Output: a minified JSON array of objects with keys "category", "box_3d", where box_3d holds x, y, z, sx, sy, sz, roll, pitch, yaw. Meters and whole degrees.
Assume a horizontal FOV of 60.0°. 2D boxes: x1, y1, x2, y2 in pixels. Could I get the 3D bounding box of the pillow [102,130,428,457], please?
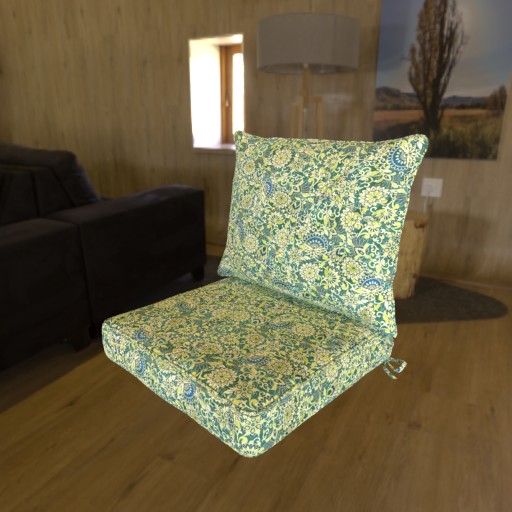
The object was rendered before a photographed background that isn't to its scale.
[{"category":"pillow","box_3d":[0.000,0.000,1.356,0.798,0.722,0.740,17,24,41]}]
